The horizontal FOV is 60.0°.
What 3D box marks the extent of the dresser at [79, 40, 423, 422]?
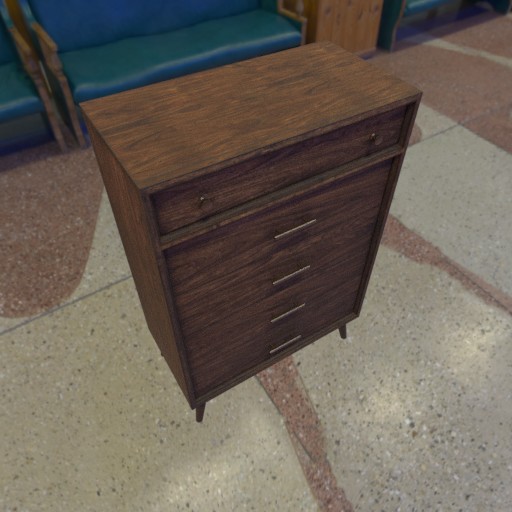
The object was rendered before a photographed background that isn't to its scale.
[{"bbox_3d":[0.000,0.000,1.819,0.919,1.365,0.498,-24,51,-21],"label":"dresser"}]
